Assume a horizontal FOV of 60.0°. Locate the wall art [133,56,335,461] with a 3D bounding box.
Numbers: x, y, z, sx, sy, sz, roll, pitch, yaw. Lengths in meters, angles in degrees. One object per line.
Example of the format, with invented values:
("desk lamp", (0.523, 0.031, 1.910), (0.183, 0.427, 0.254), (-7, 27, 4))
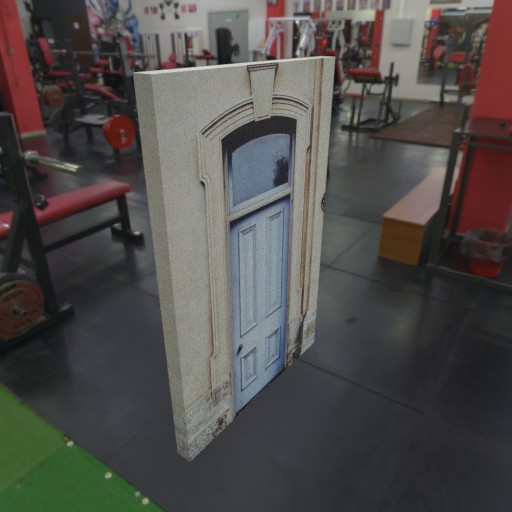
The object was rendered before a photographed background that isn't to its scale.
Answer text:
("wall art", (0.000, 0.000, 0.955), (0.038, 0.764, 0.508), (19, 33, 33))
